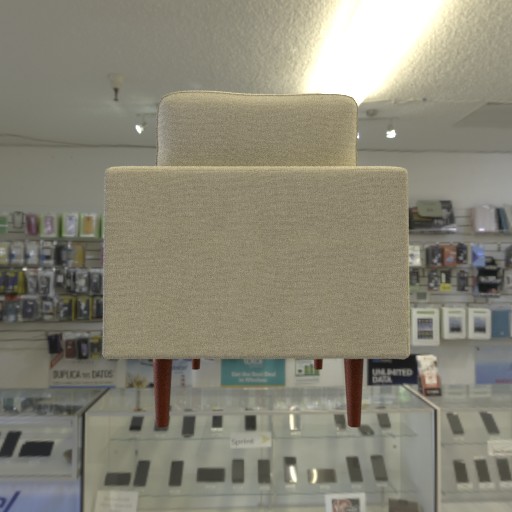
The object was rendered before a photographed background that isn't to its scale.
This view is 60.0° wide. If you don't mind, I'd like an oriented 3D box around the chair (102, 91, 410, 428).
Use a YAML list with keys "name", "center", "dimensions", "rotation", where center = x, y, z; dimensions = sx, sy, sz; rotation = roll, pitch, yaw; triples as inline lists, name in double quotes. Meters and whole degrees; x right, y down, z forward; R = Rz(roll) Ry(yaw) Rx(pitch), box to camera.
- name: "chair"
  center: [0.000, 0.000, 1.611]
  dimensions: [0.858, 0.957, 0.899]
  rotation: [0, -2, 0]
